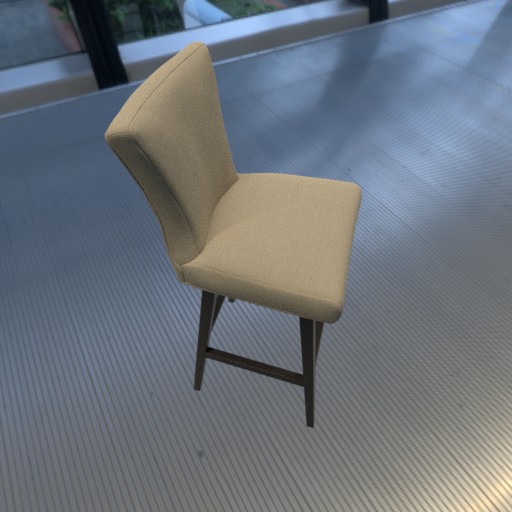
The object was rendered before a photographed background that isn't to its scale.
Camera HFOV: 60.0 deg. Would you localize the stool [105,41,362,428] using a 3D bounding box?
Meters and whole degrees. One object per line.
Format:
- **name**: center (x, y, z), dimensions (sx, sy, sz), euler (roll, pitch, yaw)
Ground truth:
- **stool**: center (0.000, 0.000, 1.393), dimensions (0.574, 1.086, 0.514), euler (11, 47, 10)
